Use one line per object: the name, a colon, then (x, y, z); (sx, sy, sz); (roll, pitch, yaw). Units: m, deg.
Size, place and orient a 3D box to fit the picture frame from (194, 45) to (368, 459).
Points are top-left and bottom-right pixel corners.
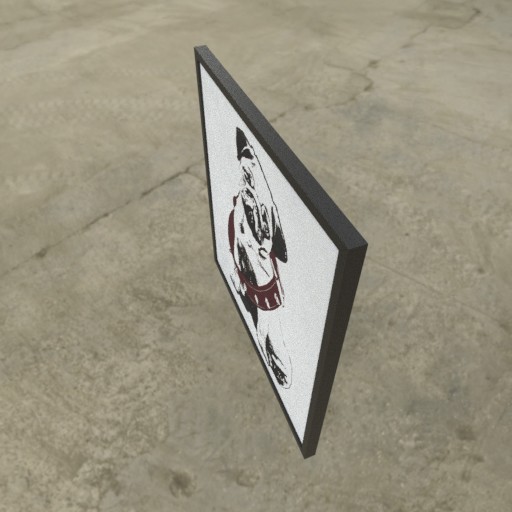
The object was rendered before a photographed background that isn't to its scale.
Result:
picture frame: (0.000, 0.000, 1.140); (0.032, 0.775, 0.775); (-16, 48, -15)
